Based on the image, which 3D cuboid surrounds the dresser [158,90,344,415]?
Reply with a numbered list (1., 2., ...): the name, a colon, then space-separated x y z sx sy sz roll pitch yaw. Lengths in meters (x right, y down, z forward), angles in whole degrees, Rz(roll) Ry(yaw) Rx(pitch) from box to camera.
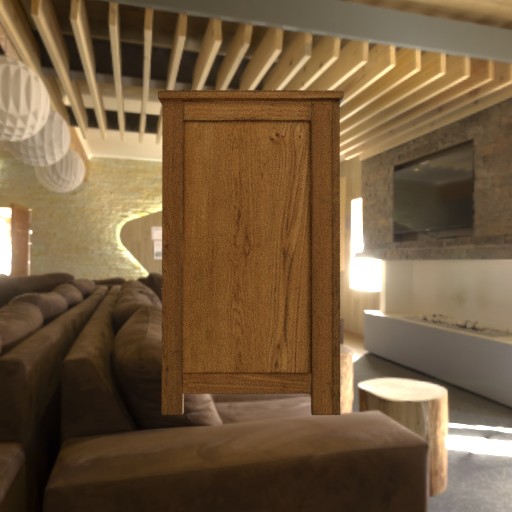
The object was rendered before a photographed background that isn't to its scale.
1. dresser: 0.000 0.000 2.089 0.563 0.932 1.657 0 -1 0
